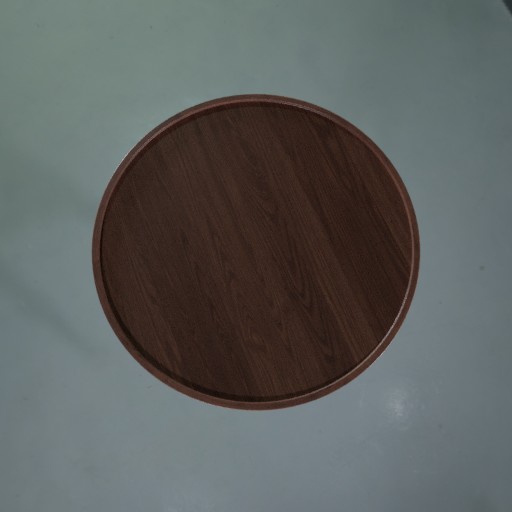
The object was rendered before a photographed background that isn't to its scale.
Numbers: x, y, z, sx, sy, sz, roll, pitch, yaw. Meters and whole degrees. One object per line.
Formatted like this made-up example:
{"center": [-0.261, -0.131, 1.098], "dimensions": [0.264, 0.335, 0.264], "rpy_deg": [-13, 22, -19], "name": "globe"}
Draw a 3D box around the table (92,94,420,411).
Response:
{"center": [0.000, 0.000, 1.257], "dimensions": [0.800, 0.360, 0.800], "rpy_deg": [0, 76, 0], "name": "table"}
